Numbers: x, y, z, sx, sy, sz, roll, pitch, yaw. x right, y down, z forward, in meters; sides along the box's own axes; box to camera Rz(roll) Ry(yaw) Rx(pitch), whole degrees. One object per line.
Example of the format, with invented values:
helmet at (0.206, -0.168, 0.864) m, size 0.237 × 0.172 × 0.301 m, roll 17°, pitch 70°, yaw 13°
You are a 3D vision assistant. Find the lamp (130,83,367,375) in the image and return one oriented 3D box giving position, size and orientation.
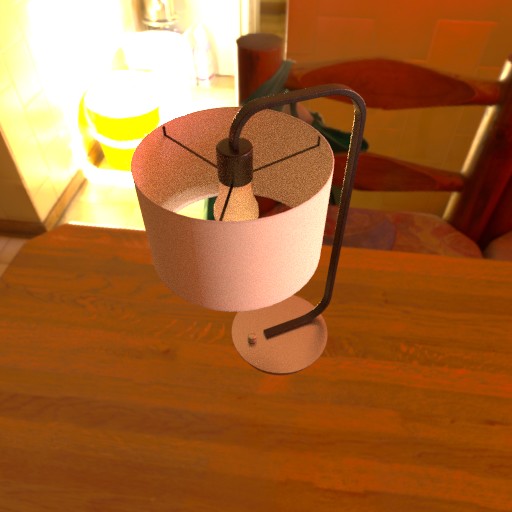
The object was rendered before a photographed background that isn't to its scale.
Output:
lamp at (0.000, 0.000, 0.643) m, size 0.288 × 0.473 × 0.230 m, roll -17°, pitch 48°, yaw -16°
